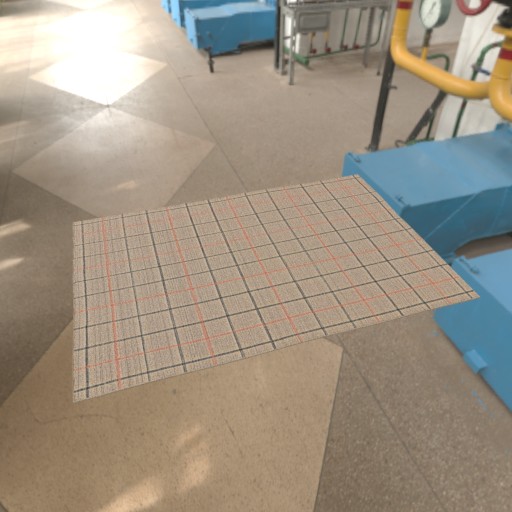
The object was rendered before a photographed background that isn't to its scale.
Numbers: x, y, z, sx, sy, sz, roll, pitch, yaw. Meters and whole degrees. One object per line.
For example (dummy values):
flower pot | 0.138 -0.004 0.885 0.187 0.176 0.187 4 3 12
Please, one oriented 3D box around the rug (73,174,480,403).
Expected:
rug | 0.000 0.000 2.320 1.829 0.013 1.220 -12 41 -14
